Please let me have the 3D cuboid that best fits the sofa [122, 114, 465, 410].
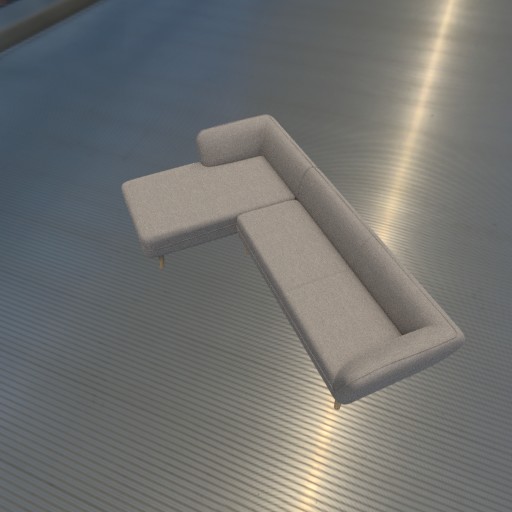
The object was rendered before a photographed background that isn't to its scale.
[{"bbox_3d":[0.000,0.000,3.367,1.532,0.693,2.653,-18,50,-16],"label":"sofa"}]
